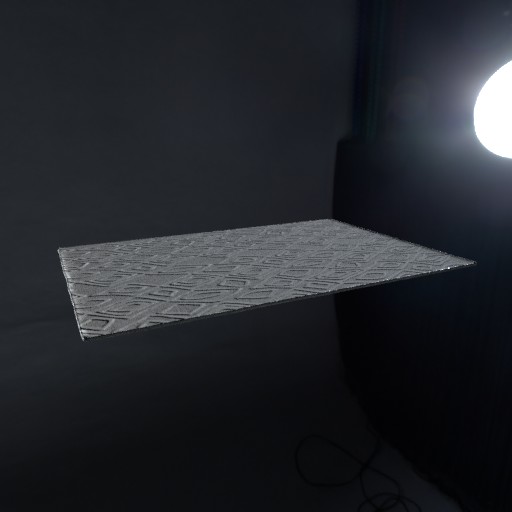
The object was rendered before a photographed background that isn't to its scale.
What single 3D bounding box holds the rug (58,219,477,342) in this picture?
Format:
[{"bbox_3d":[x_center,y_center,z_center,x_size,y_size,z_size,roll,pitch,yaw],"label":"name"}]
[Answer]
[{"bbox_3d":[0.000,0.000,2.306,1.832,0.016,1.224,-8,18,-26],"label":"rug"}]
